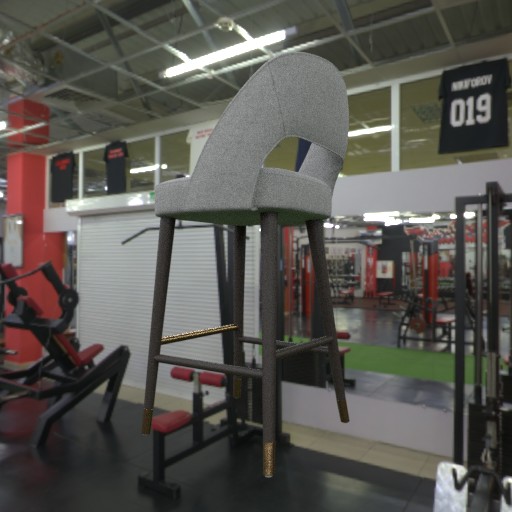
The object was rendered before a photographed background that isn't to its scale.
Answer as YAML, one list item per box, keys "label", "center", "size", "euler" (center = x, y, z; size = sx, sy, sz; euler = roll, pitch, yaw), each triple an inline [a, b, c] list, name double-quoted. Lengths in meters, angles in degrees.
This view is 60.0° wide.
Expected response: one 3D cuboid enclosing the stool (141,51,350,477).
- label: "stool"
  center: [0.000, 0.000, 1.330]
  size: [0.509, 1.037, 0.494]
  euler: [-1, -1, 36]
